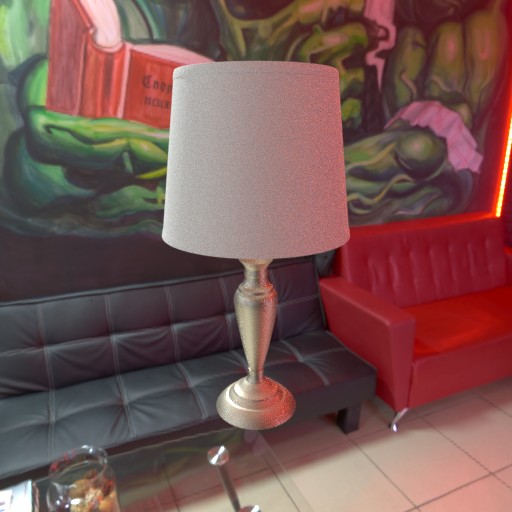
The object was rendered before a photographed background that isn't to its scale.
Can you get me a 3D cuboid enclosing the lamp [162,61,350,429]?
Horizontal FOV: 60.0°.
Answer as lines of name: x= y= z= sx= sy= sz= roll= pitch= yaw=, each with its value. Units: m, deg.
lamp: x=0.000 y=0.000 z=0.803 sx=0.328 sy=0.619 sz=0.328 roll=0 pitch=17 yaw=0
